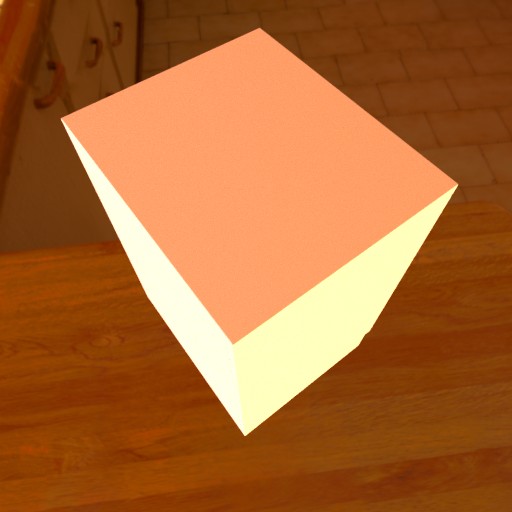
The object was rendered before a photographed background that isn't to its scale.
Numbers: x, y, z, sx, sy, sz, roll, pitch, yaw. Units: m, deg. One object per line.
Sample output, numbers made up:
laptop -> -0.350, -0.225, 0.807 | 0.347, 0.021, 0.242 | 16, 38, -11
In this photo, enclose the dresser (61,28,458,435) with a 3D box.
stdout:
dresser -> 0.000, 0.000, 0.814 | 0.360, 0.560, 0.400 | -33, 65, -18
